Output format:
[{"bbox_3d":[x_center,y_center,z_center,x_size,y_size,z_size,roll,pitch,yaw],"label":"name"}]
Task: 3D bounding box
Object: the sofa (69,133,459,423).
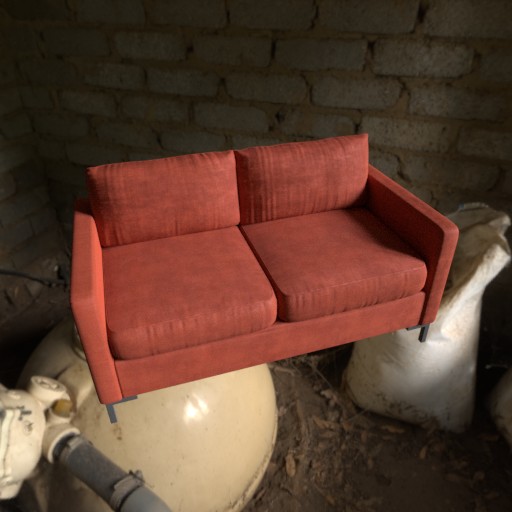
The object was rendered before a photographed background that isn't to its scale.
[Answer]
[{"bbox_3d":[0.000,0.000,2.111,1.574,0.896,0.864,-10,34,-15],"label":"sofa"}]
